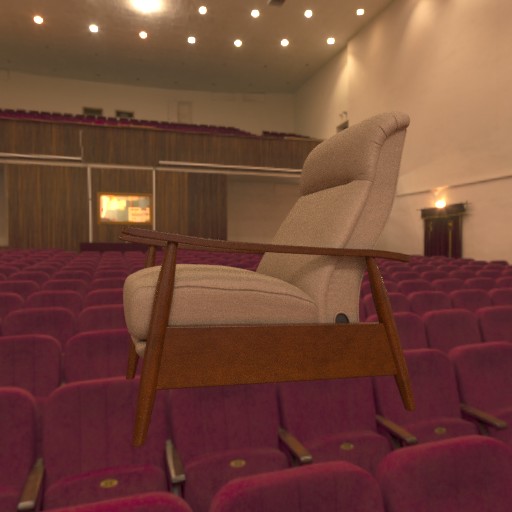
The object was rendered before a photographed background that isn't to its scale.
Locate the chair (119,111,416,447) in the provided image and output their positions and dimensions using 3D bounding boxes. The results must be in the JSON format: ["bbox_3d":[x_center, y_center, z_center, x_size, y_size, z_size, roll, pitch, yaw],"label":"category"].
[{"bbox_3d":[0.000,0.000,1.758,1.030,1.082,0.762,0,1,-18],"label":"chair"}]
